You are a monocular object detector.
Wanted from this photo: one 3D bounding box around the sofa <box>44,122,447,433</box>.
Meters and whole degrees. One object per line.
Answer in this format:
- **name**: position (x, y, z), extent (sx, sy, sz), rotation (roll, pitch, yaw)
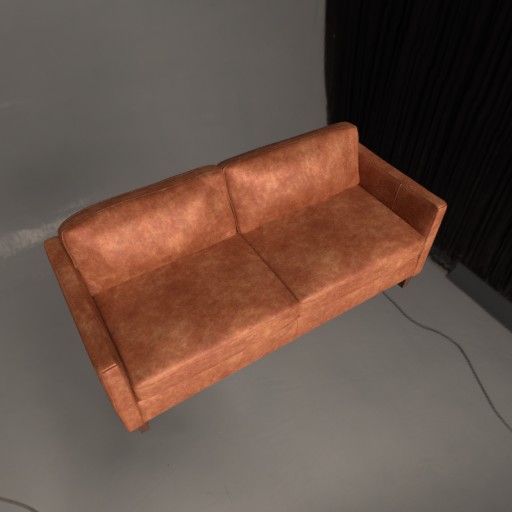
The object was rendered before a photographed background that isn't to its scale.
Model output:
- **sofa**: position (0.000, 0.000, 2.479), extent (1.971, 0.863, 0.923), rotation (-24, 50, -22)
